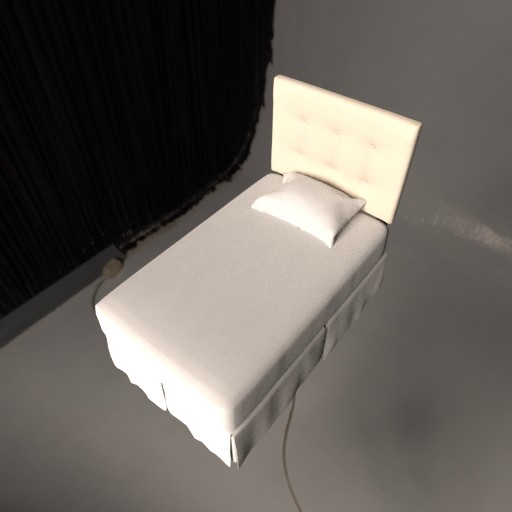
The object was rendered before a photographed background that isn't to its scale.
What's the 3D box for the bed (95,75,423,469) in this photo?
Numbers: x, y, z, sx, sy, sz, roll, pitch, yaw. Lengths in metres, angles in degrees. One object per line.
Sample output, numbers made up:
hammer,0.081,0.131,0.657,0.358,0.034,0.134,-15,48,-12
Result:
bed,0.000,0.000,3.057,1.261,1.571,1.997,30,53,26
